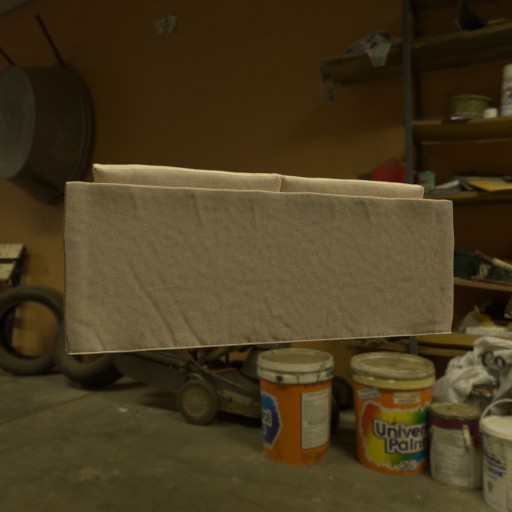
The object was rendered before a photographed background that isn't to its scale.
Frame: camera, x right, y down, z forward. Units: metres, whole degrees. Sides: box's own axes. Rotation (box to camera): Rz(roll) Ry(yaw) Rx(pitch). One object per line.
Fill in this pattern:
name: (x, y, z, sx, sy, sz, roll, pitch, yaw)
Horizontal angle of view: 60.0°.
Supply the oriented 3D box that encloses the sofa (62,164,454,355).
sofa: (0.000, 0.000, 2.527, 1.959, 0.835, 0.962, 0, -1, -17)
